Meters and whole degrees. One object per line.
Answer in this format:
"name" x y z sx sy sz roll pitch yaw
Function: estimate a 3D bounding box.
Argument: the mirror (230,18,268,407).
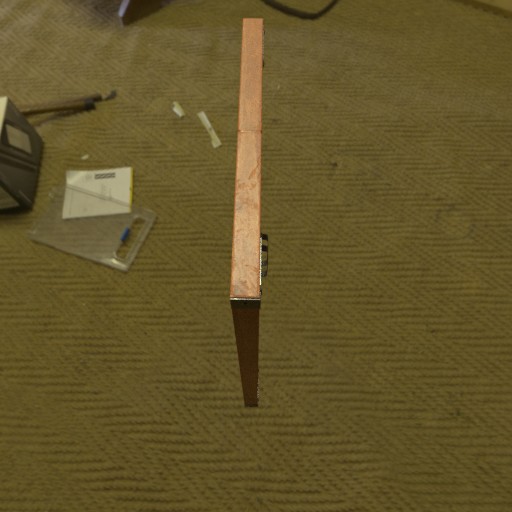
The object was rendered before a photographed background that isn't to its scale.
"mirror" 0.000 0.000 0.969 0.053 0.761 0.517 1 62 0
